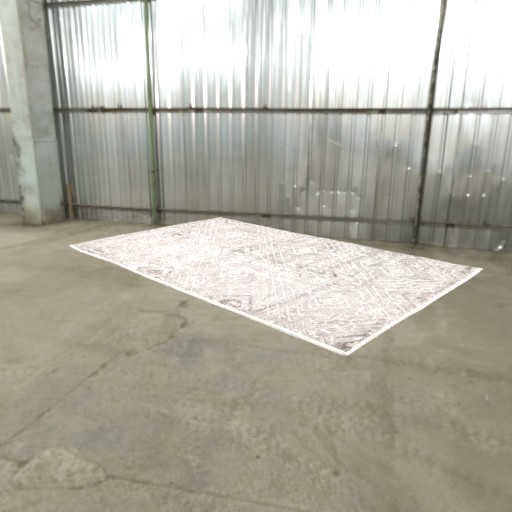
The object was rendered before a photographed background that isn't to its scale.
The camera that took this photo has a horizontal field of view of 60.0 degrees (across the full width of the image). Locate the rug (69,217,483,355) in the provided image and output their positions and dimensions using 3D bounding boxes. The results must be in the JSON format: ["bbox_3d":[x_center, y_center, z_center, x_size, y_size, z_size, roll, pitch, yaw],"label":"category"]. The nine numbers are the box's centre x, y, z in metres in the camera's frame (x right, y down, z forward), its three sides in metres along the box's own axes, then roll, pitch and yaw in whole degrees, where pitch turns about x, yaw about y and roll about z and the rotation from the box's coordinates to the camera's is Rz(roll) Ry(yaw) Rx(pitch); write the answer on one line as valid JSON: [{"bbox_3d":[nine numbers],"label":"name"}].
[{"bbox_3d":[0.000,0.000,3.043,2.447,0.036,1.537,15,21,42],"label":"rug"}]
